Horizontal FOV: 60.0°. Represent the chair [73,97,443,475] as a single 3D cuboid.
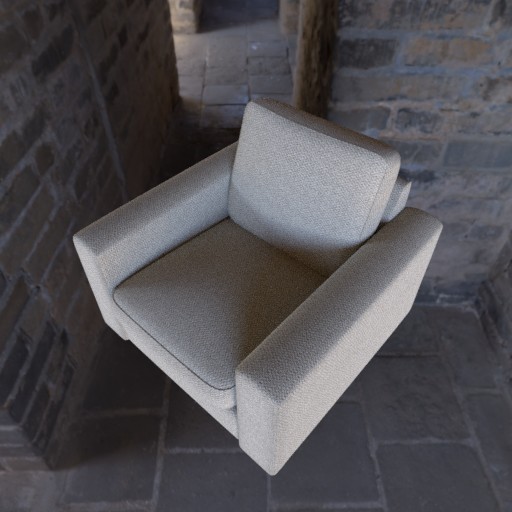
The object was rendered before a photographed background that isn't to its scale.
[{"bbox_3d":[0.000,0.000,1.722,1.005,0.873,1.016,32,53,28],"label":"chair"}]
